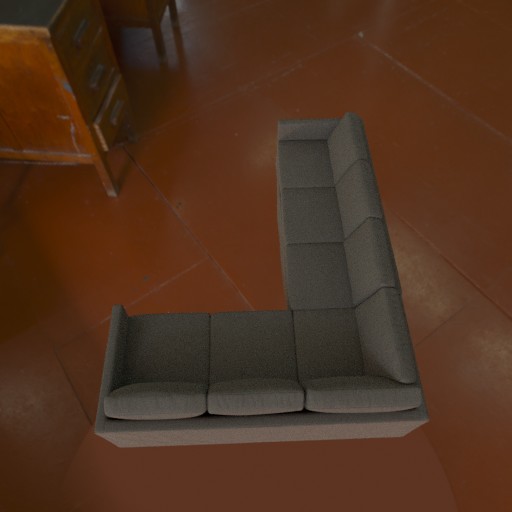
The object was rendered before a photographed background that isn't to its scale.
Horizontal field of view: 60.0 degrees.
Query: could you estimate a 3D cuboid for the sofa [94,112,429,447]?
[{"bbox_3d":[0.000,0.000,4.201,2.432,0.871,3.182,-2,59,-1],"label":"sofa"}]
